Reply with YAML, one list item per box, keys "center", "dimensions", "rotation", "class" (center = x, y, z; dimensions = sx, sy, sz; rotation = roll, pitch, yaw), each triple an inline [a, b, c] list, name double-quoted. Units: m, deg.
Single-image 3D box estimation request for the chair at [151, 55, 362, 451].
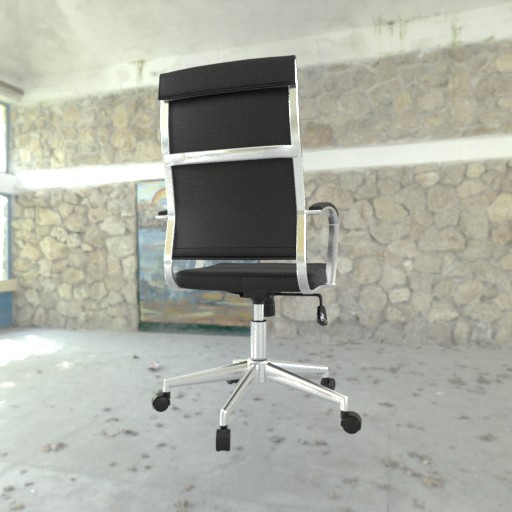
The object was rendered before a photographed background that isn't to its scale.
- center: [0.000, 0.000, 1.626]
  dimensions: [0.766, 1.149, 0.739]
  rotation: [0, 0, 18]
  class: "chair"
